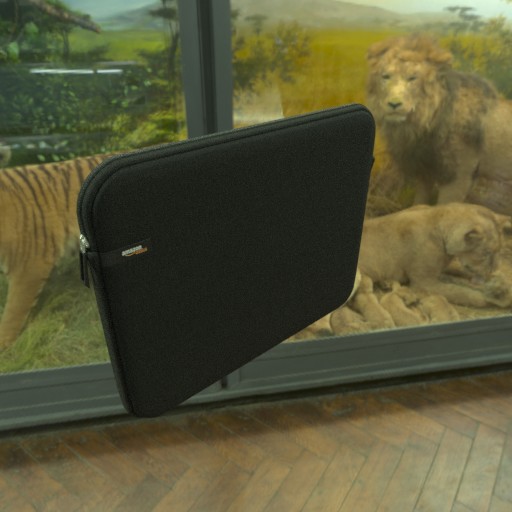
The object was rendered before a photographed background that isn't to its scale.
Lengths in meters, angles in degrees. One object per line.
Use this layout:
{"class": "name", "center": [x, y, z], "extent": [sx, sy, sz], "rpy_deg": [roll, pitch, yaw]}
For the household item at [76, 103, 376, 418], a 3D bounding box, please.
{"class": "household item", "center": [0.000, 0.000, 0.521], "extent": [0.396, 0.305, 0.030], "rpy_deg": [-24, 38, -34]}
